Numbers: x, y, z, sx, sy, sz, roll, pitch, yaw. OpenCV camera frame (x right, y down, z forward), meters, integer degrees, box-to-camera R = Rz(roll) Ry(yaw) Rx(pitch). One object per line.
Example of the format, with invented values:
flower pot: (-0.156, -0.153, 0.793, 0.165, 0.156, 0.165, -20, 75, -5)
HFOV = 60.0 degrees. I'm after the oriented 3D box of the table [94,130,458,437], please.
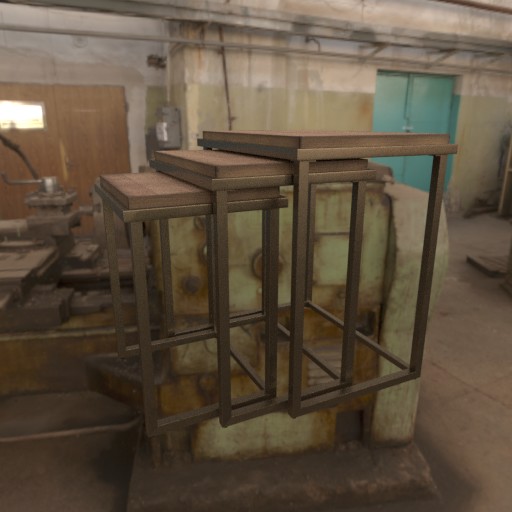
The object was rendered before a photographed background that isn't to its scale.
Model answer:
table: (0.000, 0.000, 1.138, 0.706, 0.610, 0.559, -8, 19, -25)
